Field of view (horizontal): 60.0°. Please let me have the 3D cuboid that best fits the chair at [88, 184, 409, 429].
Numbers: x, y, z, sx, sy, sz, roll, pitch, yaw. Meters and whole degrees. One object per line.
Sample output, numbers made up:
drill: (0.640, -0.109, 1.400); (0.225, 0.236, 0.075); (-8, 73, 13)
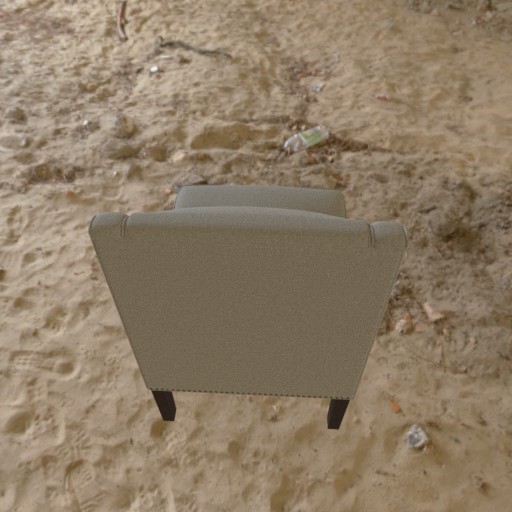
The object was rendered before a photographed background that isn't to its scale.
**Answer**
chair: (0.000, 0.000, 1.369); (0.610, 0.864, 0.737); (2, 46, 2)
